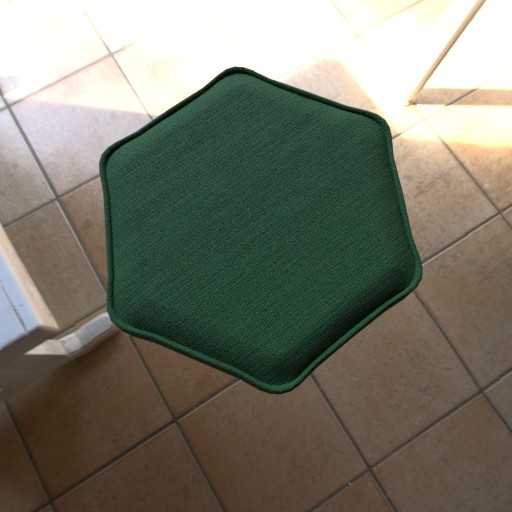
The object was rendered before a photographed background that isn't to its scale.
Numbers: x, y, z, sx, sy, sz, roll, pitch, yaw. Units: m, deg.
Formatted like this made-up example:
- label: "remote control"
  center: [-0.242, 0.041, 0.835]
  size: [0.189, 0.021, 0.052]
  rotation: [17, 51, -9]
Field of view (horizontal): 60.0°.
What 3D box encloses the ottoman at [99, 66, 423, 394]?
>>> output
- label: "ottoman"
  center: [0.000, 0.000, 0.862]
  size: [0.499, 0.507, 0.444]
  rotation: [-37, 79, -9]
